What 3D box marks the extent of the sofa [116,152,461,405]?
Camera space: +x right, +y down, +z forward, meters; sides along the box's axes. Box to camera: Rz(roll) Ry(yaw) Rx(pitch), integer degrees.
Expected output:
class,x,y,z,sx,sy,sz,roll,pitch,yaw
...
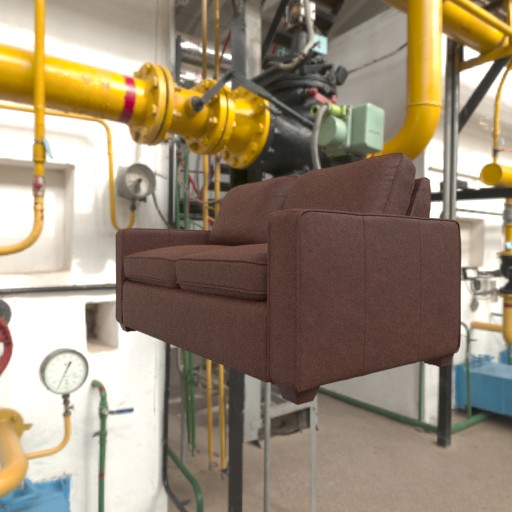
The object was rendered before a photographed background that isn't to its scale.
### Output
class,x,y,z,sx,sy,sz,roll,pitch,yaw
sofa,0.000,0.000,2.281,0.947,0.918,1.709,0,1,-36
